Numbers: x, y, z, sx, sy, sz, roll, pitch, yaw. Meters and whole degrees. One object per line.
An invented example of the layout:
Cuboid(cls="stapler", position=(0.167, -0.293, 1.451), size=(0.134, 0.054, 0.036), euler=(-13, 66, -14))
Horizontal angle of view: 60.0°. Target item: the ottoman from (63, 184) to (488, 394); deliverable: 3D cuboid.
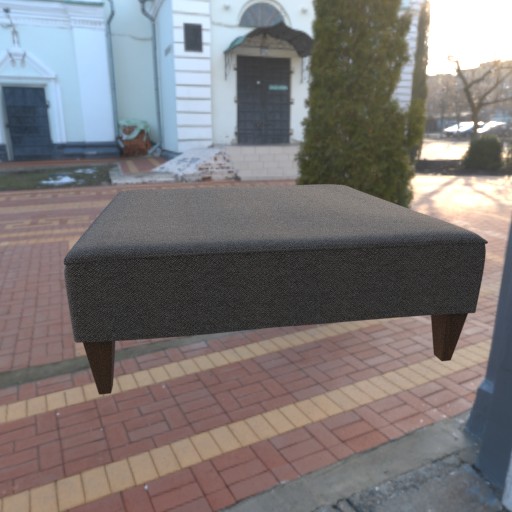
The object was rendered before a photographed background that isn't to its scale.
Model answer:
Cuboid(cls="ottoman", position=(0.000, 0.000, 1.474), size=(0.981, 0.378, 0.970), euler=(-3, 17, -10))
